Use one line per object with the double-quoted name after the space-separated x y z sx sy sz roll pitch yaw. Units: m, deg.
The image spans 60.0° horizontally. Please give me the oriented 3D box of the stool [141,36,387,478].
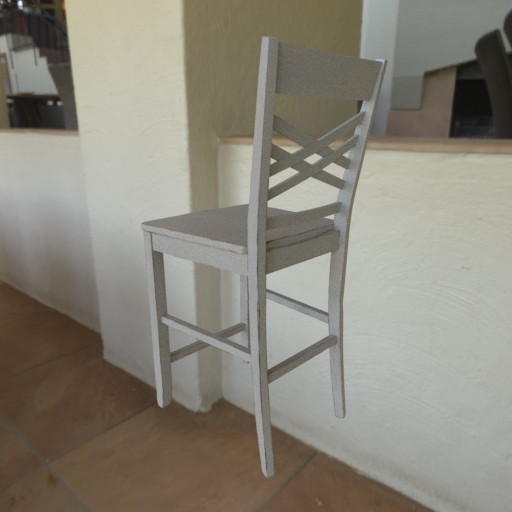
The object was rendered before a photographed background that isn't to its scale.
0.000 0.000 1.320 0.539 1.079 0.462 15 22 42 "stool"
